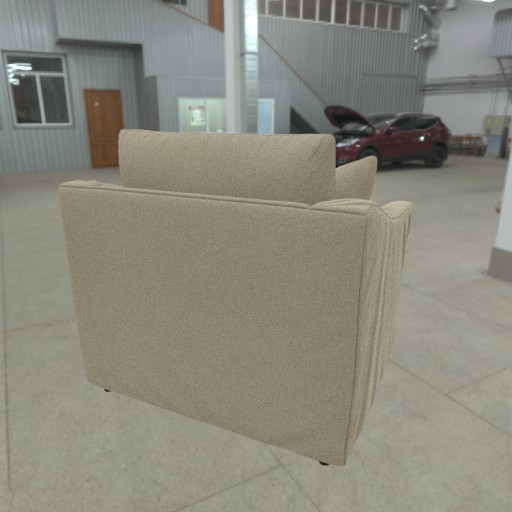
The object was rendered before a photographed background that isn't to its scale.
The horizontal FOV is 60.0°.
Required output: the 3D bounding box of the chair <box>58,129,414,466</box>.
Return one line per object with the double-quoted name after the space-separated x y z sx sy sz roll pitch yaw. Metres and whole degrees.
0.000 0.000 1.972 1.194 1.093 1.071 8 20 24 "chair"
